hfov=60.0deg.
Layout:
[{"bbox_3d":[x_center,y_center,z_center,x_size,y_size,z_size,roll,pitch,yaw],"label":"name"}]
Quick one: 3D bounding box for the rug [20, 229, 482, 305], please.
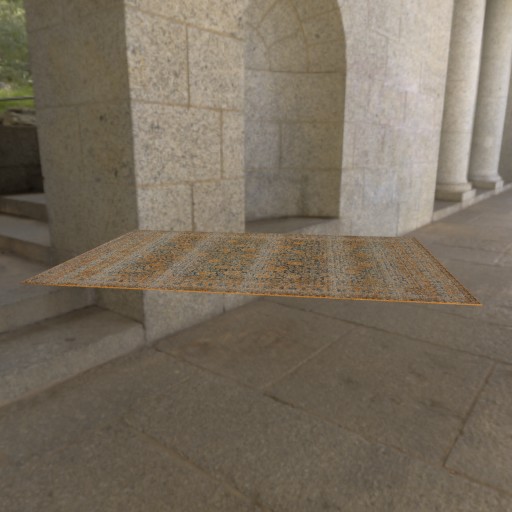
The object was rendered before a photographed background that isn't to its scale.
[{"bbox_3d":[0.000,0.000,2.945,2.336,0.007,1.525,2,14,8],"label":"rug"}]
